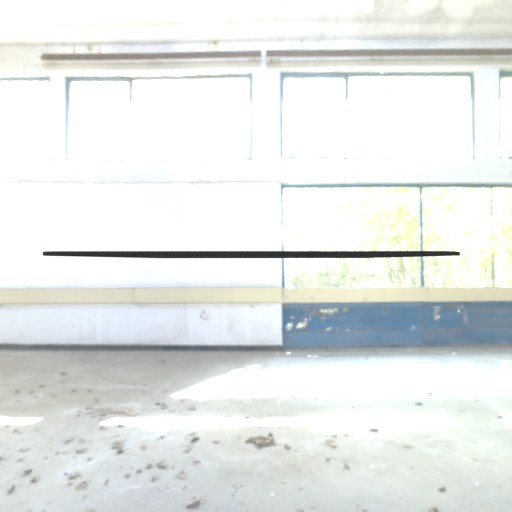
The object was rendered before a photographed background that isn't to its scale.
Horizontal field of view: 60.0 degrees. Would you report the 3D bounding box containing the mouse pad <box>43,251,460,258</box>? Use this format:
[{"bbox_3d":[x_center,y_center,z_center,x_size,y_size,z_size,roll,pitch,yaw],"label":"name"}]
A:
[{"bbox_3d":[0.000,0.000,0.333,0.211,0.002,0.249,0,-1,2],"label":"mouse pad"}]
